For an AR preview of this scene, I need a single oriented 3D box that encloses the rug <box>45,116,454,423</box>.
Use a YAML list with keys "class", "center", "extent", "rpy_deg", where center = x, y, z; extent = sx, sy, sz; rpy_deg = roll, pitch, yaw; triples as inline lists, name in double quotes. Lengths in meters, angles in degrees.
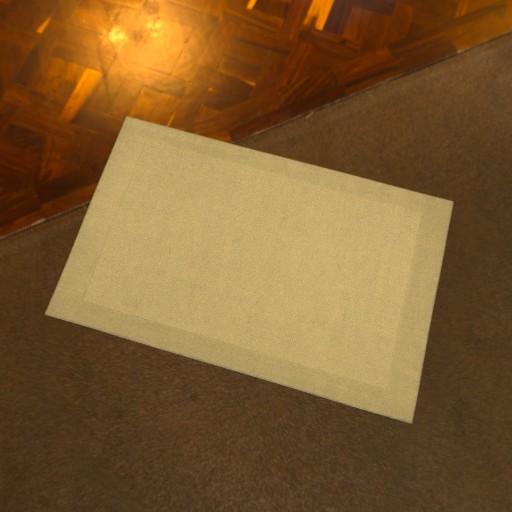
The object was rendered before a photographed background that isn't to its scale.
- class: "rug"
  center: [0.000, 0.000, 3.002]
  extent: [2.438, 0.014, 1.524]
  rpy_deg: [16, 76, 4]
